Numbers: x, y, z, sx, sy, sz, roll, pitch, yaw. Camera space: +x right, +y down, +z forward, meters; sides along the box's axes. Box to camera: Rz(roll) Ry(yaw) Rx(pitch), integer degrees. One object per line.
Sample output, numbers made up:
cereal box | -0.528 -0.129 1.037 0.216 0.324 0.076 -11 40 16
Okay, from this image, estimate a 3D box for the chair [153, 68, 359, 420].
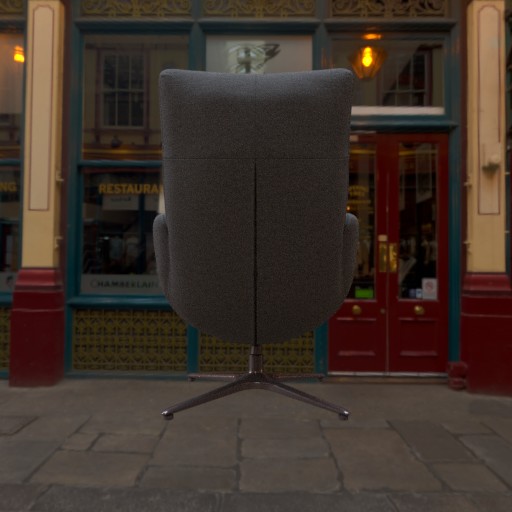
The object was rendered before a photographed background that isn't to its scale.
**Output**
chair | 0.000 0.000 1.533 0.702 0.984 0.831 0 -2 0
